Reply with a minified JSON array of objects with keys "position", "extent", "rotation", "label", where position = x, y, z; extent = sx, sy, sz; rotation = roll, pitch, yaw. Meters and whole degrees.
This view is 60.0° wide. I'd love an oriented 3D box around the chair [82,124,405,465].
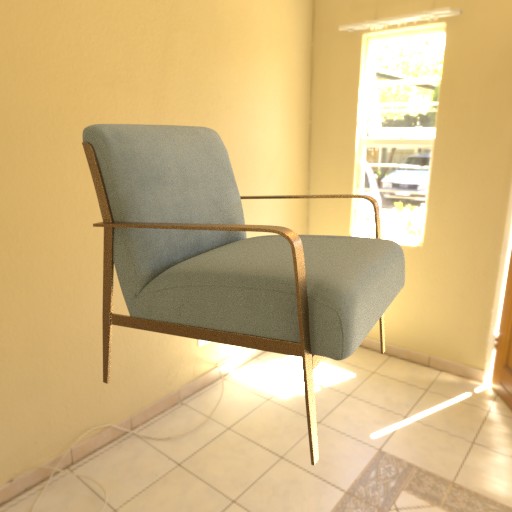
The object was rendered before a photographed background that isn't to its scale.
[{"position":[0.000,0.000,1.433],"extent":[0.842,0.824,0.701],"rotation":[8,17,28],"label":"chair"}]
